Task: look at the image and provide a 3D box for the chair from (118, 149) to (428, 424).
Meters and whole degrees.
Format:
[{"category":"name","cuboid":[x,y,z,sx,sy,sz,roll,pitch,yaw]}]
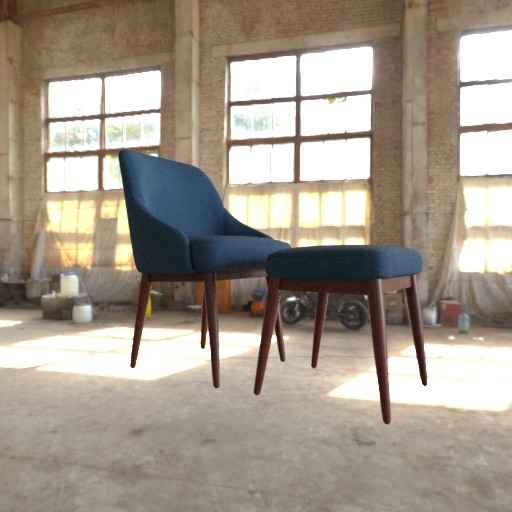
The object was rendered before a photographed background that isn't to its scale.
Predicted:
[{"category":"chair","cuboid":[0.000,0.000,1.620,1.114,0.866,0.584,0,1,34]}]
